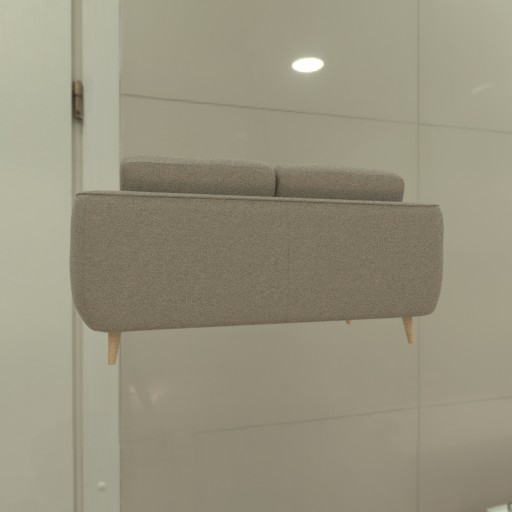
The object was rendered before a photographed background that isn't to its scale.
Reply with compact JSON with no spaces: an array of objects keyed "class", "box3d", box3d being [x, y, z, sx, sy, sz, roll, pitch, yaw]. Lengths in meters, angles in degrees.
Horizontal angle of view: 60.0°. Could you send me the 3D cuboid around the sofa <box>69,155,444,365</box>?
[{"class":"sofa","box3d":[0.000,0.000,2.246,1.700,0.850,0.920,0,0,-17]}]
